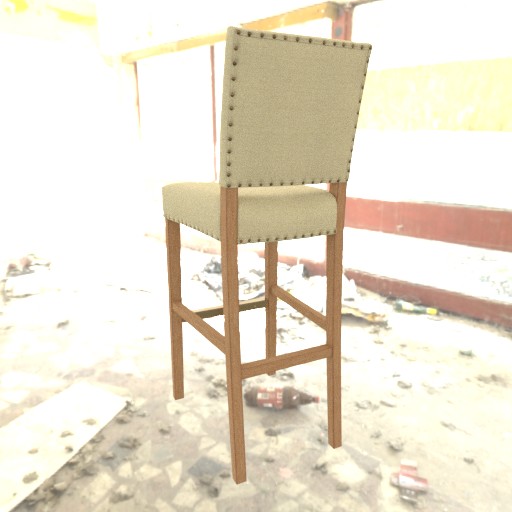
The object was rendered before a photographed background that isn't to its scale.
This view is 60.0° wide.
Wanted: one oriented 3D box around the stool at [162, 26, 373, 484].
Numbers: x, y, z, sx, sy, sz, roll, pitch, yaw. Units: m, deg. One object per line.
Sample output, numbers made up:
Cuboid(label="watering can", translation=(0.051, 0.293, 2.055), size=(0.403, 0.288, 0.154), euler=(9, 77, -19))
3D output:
Cuboid(label="stool", translation=(0.000, 0.000, 1.350), size=(0.428, 1.143, 0.546), euler=(-7, 16, -26))
